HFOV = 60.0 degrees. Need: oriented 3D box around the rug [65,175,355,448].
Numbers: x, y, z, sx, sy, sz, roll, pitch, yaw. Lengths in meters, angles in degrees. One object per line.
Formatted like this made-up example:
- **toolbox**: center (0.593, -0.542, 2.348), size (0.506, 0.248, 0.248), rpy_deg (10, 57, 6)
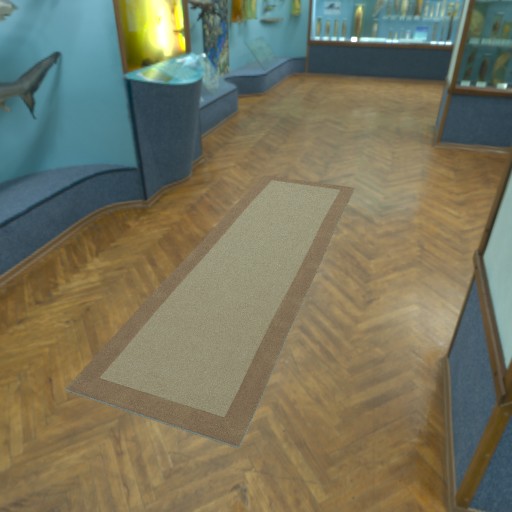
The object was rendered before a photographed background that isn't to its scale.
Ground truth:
- **rug**: center (0.000, 0.000, 2.638), size (0.767, 0.012, 2.430), rpy_deg (11, 34, 17)
